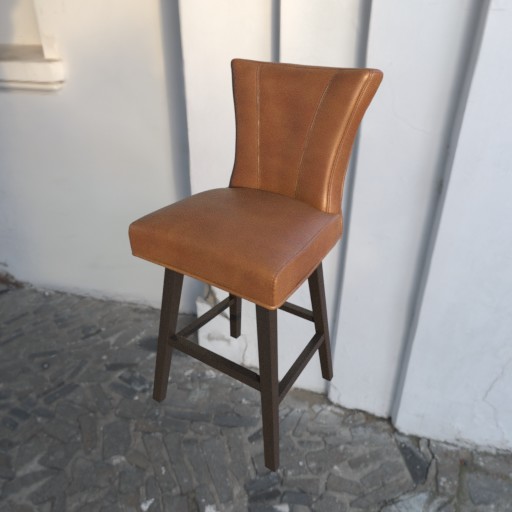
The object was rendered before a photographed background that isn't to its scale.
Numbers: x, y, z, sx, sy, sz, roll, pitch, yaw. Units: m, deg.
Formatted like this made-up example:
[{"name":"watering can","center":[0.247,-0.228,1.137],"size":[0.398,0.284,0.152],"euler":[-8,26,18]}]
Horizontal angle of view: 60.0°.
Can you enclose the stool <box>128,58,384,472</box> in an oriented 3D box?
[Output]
[{"name":"stool","center":[0.000,0.000,1.412],"size":[0.522,1.094,0.585],"euler":[18,35,29]}]
